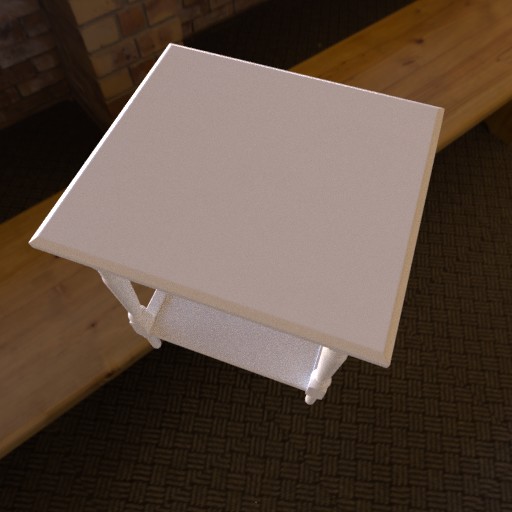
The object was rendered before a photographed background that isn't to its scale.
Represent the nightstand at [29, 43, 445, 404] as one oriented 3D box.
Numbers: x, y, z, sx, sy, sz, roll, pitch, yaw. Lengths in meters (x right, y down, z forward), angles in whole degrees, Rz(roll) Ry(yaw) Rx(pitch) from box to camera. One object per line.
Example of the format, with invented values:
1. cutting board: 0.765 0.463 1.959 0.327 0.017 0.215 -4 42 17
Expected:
1. nightstand: 0.000 0.000 0.914 0.505 0.555 0.459 17 62 9
